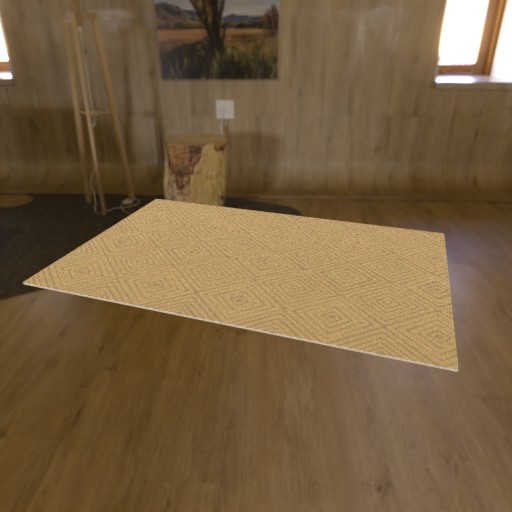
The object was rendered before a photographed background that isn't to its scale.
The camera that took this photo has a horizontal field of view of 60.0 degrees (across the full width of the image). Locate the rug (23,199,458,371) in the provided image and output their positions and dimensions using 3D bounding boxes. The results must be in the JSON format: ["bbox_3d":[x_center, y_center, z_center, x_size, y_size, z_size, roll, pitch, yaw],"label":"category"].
[{"bbox_3d":[0.000,0.000,2.156,1.753,0.008,1.143,9,28,17],"label":"rug"}]
